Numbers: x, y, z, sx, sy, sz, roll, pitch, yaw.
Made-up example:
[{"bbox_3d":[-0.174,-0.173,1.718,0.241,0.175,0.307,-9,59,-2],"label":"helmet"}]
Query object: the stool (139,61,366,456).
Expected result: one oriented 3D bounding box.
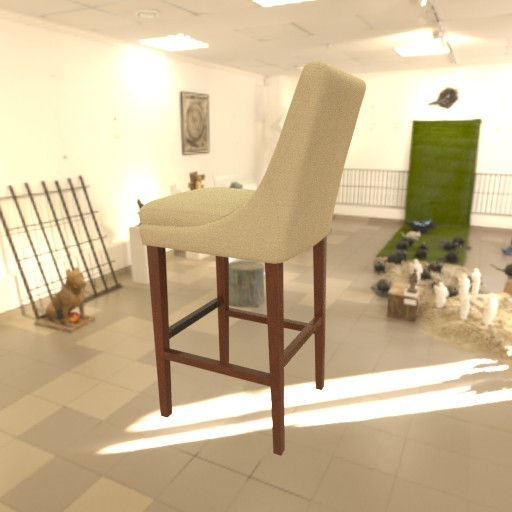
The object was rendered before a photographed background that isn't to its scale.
[{"bbox_3d":[0.000,0.000,1.421,0.577,1.078,0.470,8,17,25],"label":"stool"}]
